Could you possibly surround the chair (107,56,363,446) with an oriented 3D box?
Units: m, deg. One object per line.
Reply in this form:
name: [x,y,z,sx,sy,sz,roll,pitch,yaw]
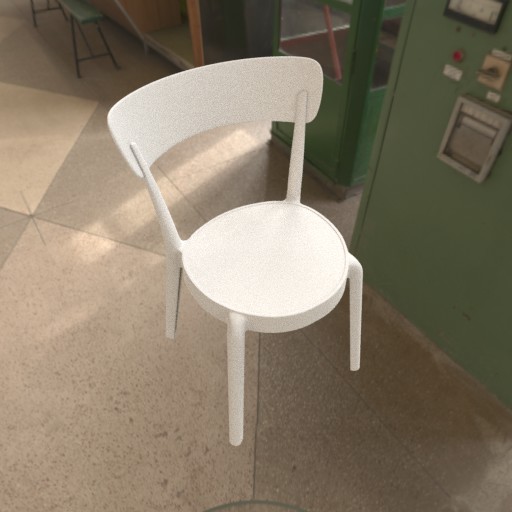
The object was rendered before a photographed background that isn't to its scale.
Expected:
chair: [0.000,0.000,1.124,0.506,0.790,0.491,-24,50,-22]
